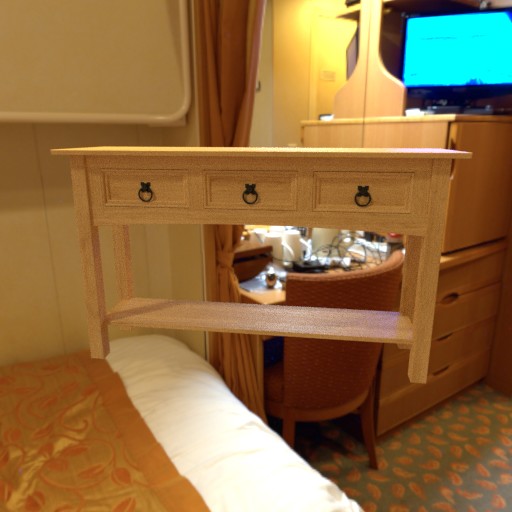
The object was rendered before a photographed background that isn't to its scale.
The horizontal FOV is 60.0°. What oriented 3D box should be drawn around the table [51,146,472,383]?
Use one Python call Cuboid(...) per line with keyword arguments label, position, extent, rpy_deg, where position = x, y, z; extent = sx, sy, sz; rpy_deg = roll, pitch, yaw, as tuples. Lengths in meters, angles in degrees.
Cuboid(label="table", position=(0.000, 0.000, 1.553), extent=(1.240, 0.730, 0.350), rpy_deg=(2, 16, 8))
